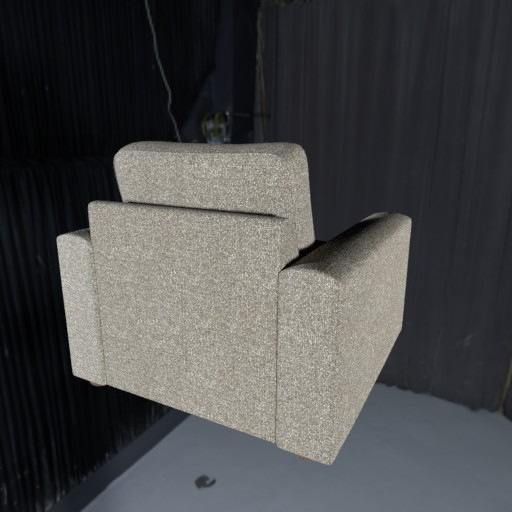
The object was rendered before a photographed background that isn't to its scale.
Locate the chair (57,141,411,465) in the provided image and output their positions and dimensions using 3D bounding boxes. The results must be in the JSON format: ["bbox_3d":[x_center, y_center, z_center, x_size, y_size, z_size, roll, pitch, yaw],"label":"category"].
[{"bbox_3d":[0.000,0.000,1.731,1.005,0.873,1.016,8,17,27],"label":"chair"}]
